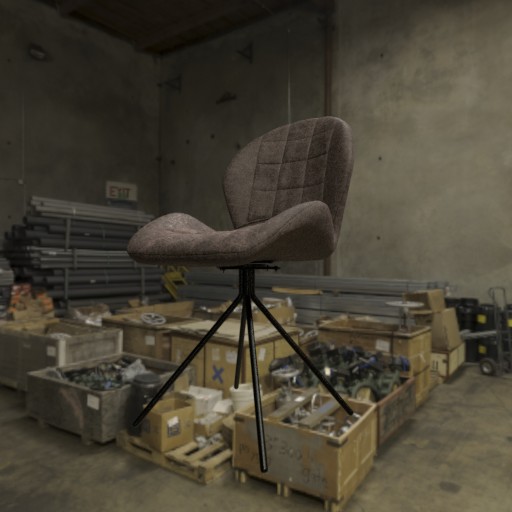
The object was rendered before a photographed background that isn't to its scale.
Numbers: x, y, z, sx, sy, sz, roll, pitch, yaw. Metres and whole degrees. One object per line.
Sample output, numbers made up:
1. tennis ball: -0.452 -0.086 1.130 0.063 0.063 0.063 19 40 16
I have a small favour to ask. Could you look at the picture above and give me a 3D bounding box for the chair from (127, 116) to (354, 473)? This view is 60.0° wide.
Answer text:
1. chair: 0.000 0.000 1.289 0.527 0.934 0.640 0 0 37
